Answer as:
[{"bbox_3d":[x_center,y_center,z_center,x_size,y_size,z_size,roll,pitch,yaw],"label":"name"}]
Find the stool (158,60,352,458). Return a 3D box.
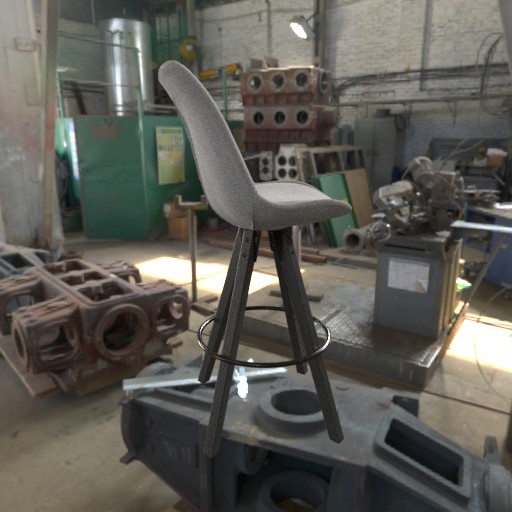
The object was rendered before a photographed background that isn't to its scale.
[{"bbox_3d":[0.000,0.000,1.421,0.550,1.115,0.485,-3,16,-9],"label":"stool"}]
